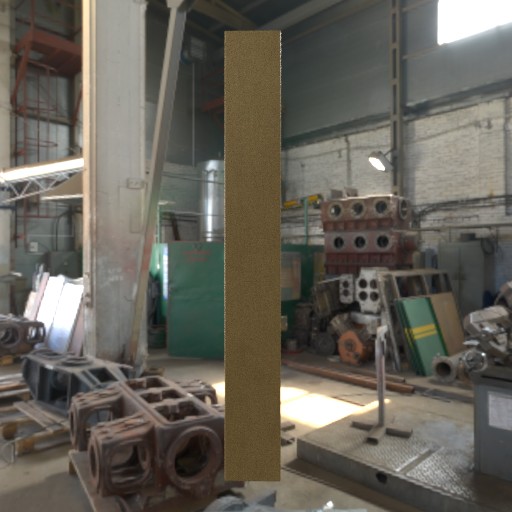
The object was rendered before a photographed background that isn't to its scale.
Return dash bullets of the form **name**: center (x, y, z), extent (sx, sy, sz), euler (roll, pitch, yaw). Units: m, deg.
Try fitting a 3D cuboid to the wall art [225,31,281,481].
- **wall art**: center (0.000, 0.000, 0.452), extent (0.038, 0.305, 0.305), euler (0, 0, 1)
